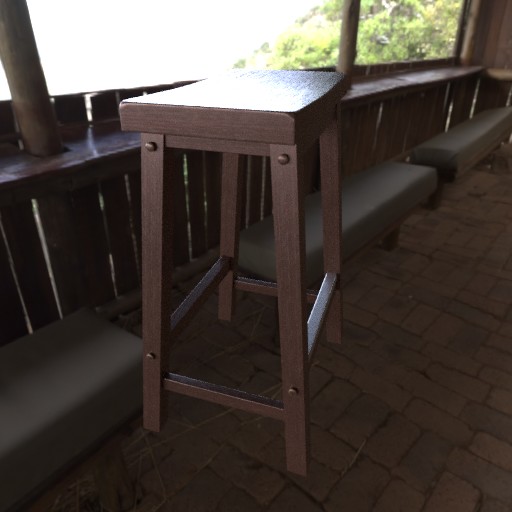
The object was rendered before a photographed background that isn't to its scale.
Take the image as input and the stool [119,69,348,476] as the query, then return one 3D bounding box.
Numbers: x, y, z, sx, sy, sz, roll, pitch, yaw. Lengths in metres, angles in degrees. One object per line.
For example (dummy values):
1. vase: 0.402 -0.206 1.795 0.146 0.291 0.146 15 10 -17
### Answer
1. stool: 0.000 0.000 0.836 0.322 0.610 0.406 9 30 16
